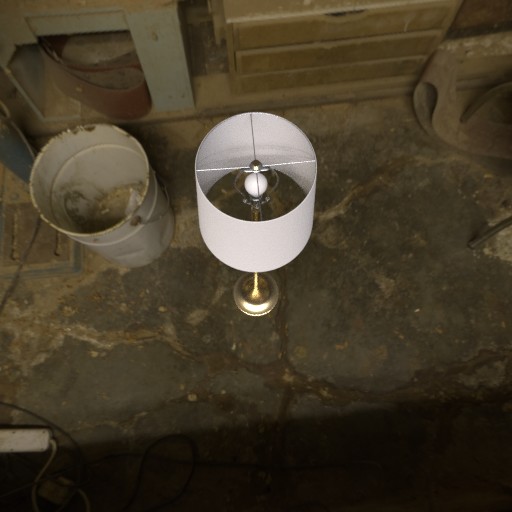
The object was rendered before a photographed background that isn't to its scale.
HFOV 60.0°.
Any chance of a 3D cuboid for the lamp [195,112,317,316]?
[{"bbox_3d":[0.000,0.000,1.729,0.337,1.543,0.337,0,74,0],"label":"lamp"}]
